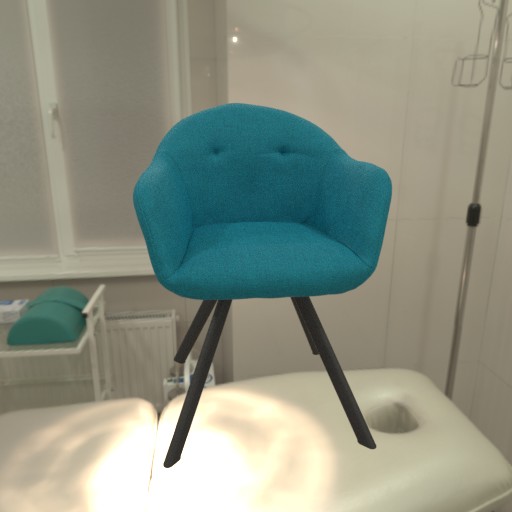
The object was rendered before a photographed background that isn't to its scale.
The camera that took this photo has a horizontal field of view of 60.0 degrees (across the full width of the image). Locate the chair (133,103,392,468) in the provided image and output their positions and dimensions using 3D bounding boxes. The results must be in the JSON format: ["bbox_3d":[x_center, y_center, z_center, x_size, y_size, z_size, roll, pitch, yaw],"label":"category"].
[{"bbox_3d":[0.000,0.000,1.146,0.545,0.775,0.565,-2,16,-7],"label":"chair"}]
